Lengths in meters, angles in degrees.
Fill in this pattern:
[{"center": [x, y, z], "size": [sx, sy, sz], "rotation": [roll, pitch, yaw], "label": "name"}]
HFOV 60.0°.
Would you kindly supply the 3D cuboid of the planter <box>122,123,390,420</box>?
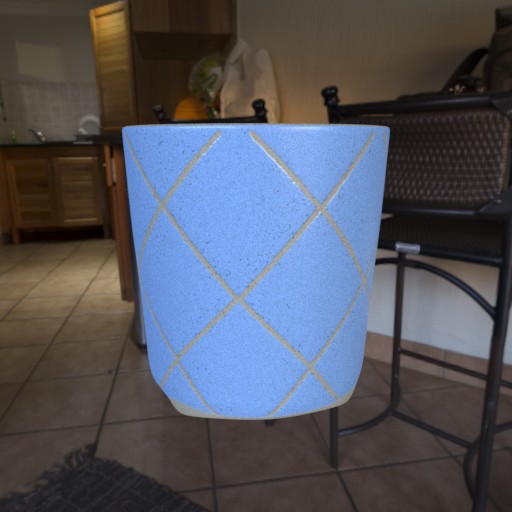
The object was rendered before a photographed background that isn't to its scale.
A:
[{"center": [0.000, 0.000, 0.421], "size": [0.227, 0.235, 0.227], "rotation": [0, 15, 0], "label": "planter"}]
